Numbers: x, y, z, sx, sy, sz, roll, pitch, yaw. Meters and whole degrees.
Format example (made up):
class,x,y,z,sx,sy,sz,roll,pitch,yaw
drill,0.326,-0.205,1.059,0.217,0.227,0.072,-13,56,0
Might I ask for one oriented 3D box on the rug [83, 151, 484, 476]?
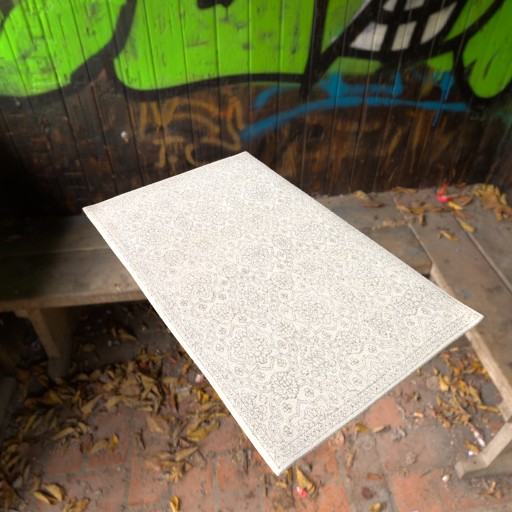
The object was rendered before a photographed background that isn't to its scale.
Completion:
class,x,y,z,sx,sy,sz,roll,pitch,yaw
rug,0.000,0.000,2.380,1.214,0.023,1.947,-26,48,-26
